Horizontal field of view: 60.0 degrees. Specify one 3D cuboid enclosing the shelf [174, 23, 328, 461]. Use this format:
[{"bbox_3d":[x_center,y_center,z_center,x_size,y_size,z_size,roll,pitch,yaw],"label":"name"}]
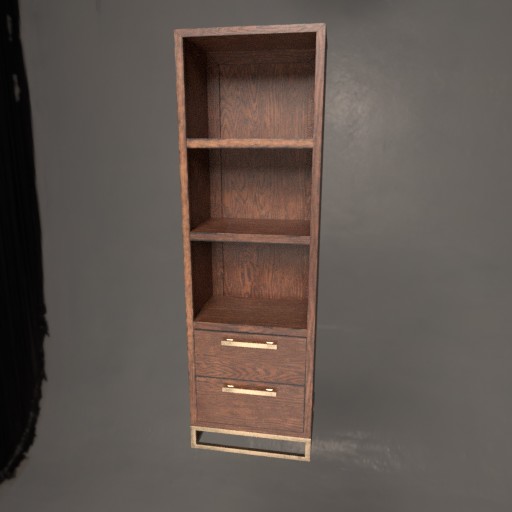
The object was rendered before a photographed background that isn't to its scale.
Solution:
[{"bbox_3d":[0.000,0.000,1.917,0.539,1.732,0.395,3,15,9],"label":"shelf"}]
